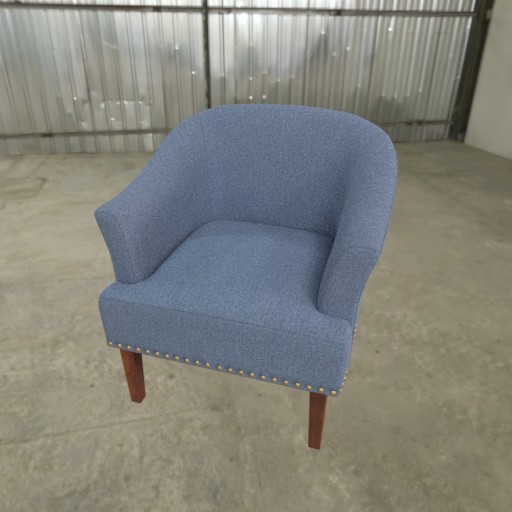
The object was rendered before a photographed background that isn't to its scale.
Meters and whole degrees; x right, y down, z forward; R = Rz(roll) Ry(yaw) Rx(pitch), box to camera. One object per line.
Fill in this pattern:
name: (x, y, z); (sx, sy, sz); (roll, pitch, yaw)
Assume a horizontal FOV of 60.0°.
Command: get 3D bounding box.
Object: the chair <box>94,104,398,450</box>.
chair: (0.000, 0.000, 1.386); (0.772, 0.815, 0.704); (8, 28, 16)
